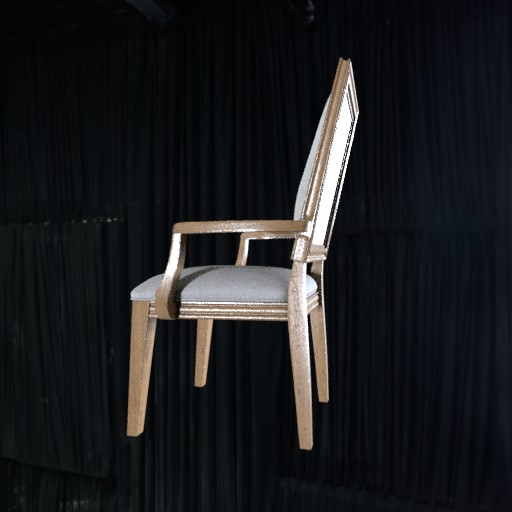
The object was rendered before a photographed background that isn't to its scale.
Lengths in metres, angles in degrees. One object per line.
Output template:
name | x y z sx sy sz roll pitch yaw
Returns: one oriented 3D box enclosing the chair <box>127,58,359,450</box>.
chair | 0.000 0.000 1.380 0.602 0.990 0.606 0 1 16
